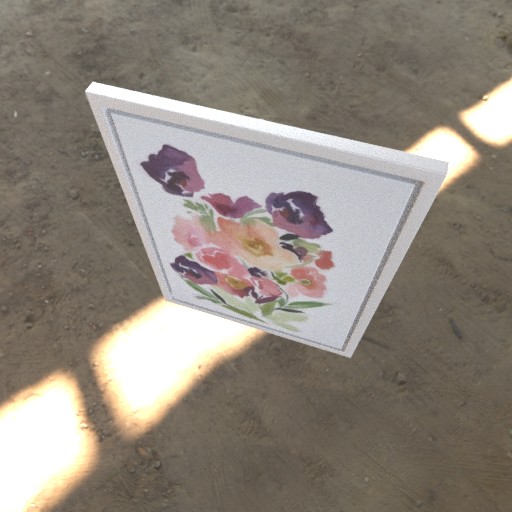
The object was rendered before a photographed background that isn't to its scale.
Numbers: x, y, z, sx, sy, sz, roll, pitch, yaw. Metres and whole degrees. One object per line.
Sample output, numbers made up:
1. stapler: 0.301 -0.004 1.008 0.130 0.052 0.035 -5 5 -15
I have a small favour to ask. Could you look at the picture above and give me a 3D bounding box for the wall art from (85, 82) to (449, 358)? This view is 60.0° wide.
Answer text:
1. wall art: 0.000 0.000 1.393 0.805 1.056 0.042 16 59 10
